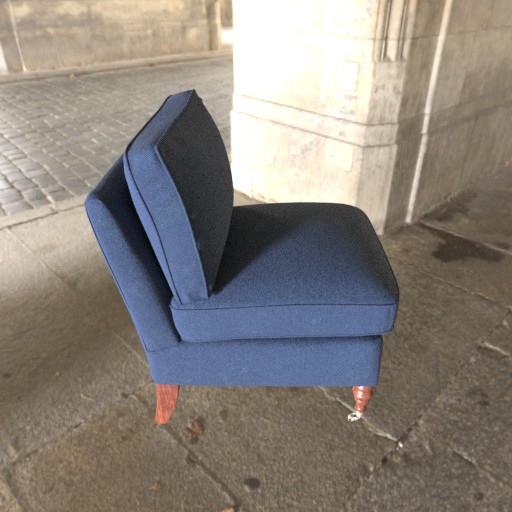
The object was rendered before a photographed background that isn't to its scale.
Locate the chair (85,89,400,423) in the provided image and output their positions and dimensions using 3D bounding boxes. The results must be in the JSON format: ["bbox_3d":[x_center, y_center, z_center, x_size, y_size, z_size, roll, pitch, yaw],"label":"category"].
[{"bbox_3d":[0.000,0.000,1.641,0.912,1.052,0.724,0,31,1],"label":"chair"}]
